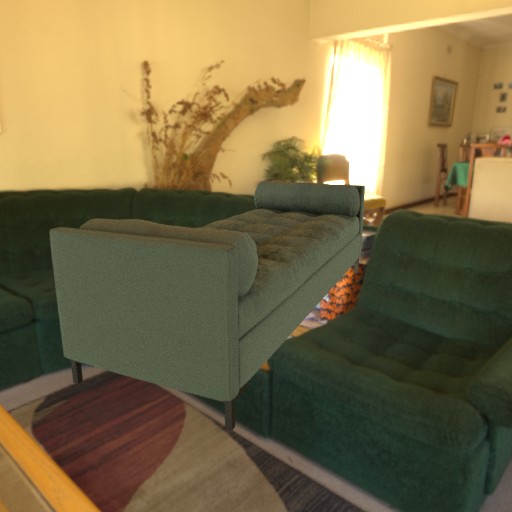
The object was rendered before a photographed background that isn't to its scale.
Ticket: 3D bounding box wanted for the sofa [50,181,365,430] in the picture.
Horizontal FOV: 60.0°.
[{"bbox_3d":[0.000,0.000,2.511,0.817,0.681,2.130,7,17,24],"label":"sofa"}]
